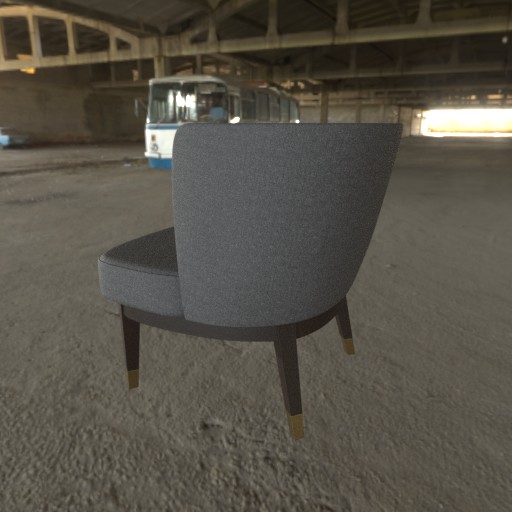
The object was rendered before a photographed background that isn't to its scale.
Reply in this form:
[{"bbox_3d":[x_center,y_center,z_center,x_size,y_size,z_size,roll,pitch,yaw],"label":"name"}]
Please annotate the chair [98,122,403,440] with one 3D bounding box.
[{"bbox_3d":[0.000,0.000,1.209,0.698,0.695,0.639,8,19,26],"label":"chair"}]
